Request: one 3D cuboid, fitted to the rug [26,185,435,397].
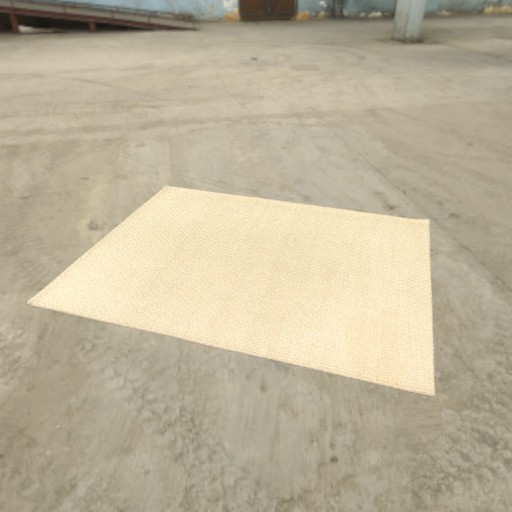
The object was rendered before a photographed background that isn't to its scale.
[{"bbox_3d":[0.000,0.000,3.844,2.897,0.035,2.277,10,34,15],"label":"rug"}]
